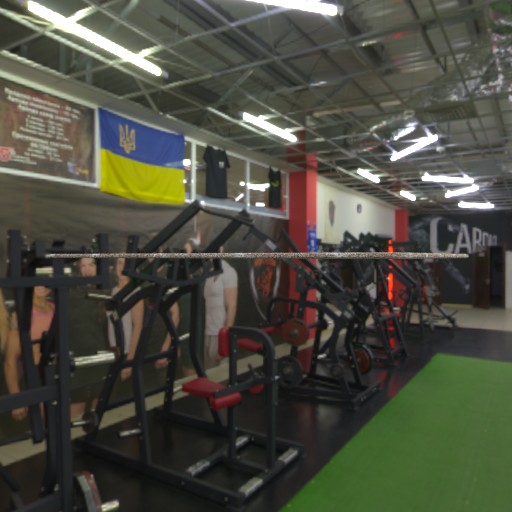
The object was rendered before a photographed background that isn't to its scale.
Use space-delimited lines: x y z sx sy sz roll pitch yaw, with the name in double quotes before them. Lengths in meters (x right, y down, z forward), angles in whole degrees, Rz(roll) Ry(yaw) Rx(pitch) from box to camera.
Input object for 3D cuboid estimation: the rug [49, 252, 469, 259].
"rug" 0.000 0.000 3.438 2.743 0.030 1.778 0 0 34
